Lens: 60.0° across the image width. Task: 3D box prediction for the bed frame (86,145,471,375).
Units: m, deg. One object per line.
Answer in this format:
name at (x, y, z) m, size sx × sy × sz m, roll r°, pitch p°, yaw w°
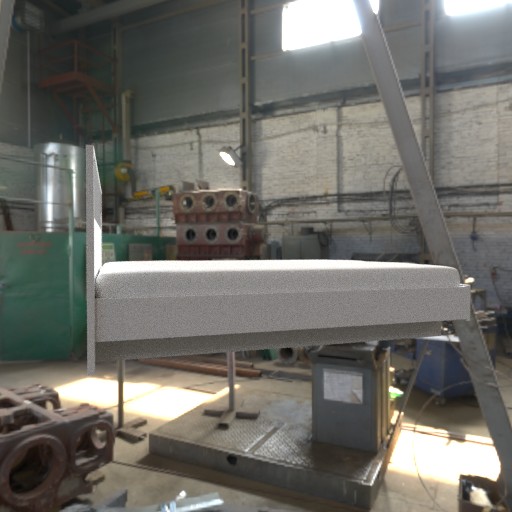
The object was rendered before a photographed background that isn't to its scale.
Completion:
bed frame at (0.000, 0.000, 3.058) m, size 2.100 × 1.001 × 1.711 m, roll 0°, pitch 1°, yaw -18°
